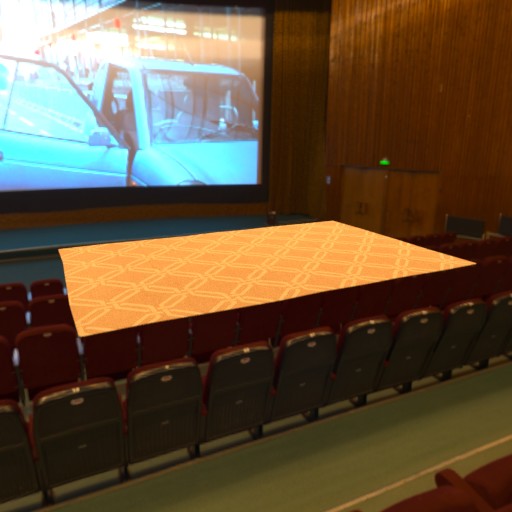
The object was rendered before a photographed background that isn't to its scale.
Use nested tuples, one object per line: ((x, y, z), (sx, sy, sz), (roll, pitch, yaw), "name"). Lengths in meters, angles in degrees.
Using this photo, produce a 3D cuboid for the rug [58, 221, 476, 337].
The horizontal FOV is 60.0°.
((0.000, 0.000, 2.182), (1.745, 0.010, 1.146), (-8, 17, -25), "rug")
